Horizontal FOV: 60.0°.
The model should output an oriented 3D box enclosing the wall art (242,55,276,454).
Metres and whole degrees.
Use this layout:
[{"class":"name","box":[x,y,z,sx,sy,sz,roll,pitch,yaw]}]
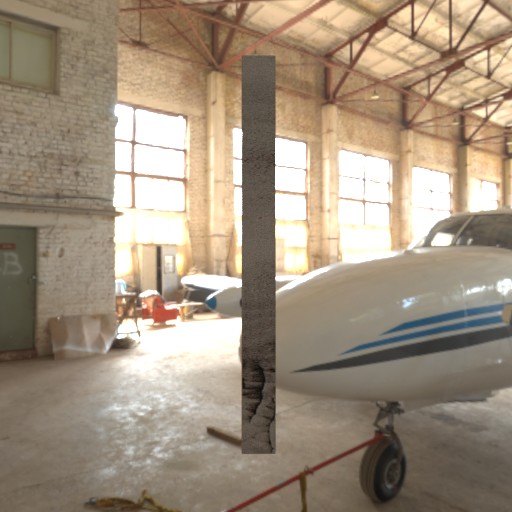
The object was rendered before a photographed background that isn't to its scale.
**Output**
[{"class":"wall art","box":[0.000,0.000,0.759,0.035,0.407,0.613,0,0,-1]}]
